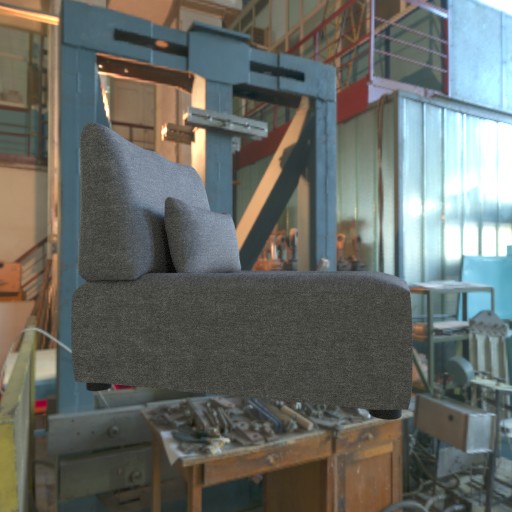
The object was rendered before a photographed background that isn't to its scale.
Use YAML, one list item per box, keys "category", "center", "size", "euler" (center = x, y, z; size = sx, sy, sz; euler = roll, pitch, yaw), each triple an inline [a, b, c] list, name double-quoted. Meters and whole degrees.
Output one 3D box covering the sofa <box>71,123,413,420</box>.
- category: "sofa"
  center: [0.000, 0.000, 1.533]
  size: [1.000, 0.820, 0.700]
  euler: [0, -1, 18]
